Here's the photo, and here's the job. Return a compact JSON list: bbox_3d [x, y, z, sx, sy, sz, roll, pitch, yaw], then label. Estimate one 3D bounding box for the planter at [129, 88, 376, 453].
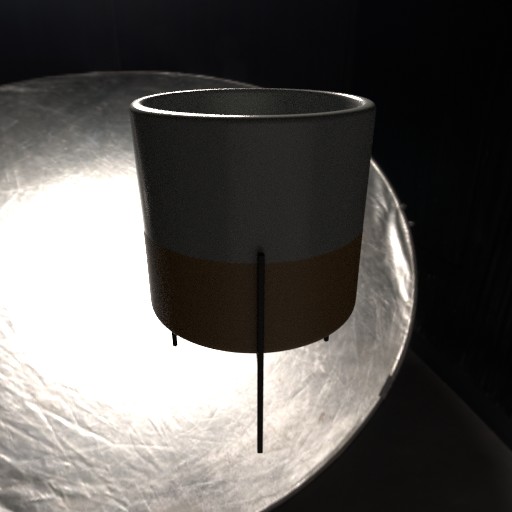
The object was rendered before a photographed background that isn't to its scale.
[{"bbox_3d":[0.000,0.000,0.644,0.310,0.432,0.310,-8,27,-16],"label":"planter"}]
